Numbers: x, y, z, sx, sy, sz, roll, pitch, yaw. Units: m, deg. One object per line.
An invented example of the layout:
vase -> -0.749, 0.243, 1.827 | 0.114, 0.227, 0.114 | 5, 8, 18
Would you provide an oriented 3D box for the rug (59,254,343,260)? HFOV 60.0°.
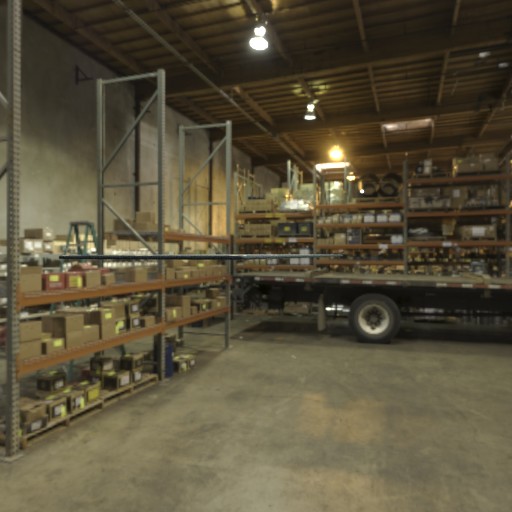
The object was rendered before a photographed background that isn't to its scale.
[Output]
rug -> 0.000, 0.000, 2.493 | 0.678, 0.014, 2.276 | 0, 0, 18
